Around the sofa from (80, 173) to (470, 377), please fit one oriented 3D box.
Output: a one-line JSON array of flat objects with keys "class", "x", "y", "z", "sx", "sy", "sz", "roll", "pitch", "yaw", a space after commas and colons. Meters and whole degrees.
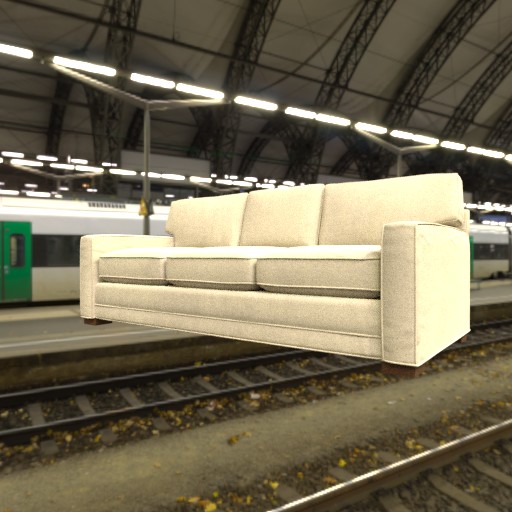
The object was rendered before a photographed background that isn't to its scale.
[{"class": "sofa", "x": 0.000, "y": 0.000, "z": 2.544, "sx": 2.093, "sy": 0.862, "sz": 0.936, "roll": 0, "pitch": 0, "yaw": 36}]
